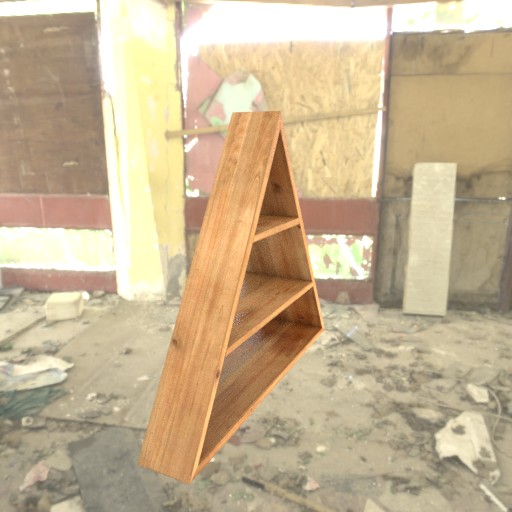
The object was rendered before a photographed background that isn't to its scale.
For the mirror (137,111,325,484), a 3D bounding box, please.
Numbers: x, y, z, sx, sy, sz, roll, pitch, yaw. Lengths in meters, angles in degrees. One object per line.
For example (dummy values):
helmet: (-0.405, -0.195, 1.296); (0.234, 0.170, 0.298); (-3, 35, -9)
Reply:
mirror: (0.000, 0.000, 0.883); (0.100, 0.548, 0.631); (7, 16, 26)
